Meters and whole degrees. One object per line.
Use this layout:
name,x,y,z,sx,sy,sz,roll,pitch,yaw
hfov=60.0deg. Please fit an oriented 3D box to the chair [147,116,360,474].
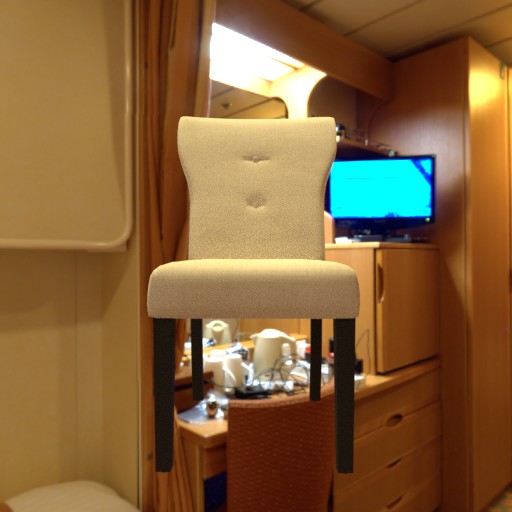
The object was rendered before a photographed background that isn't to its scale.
chair,0.000,0.000,1.209,0.509,0.921,0.597,0,0,1
